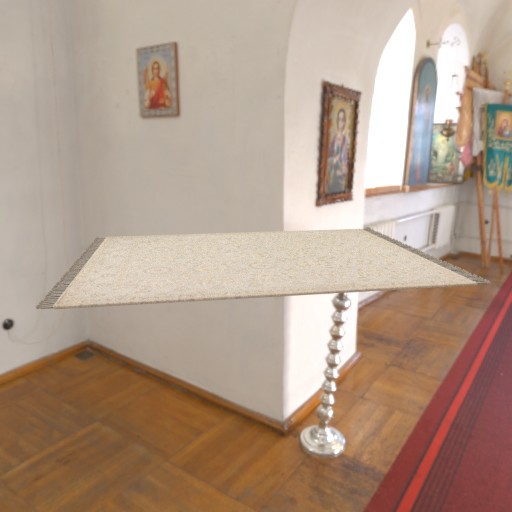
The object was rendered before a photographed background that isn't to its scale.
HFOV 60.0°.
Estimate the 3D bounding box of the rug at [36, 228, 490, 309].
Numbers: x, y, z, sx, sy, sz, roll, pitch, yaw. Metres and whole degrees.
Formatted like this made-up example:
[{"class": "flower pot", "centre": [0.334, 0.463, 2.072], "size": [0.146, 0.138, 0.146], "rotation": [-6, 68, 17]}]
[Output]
[{"class": "rug", "centre": [0.000, 0.000, 2.278], "size": [1.771, 0.015, 1.223], "rotation": [-2, 14, -9]}]
